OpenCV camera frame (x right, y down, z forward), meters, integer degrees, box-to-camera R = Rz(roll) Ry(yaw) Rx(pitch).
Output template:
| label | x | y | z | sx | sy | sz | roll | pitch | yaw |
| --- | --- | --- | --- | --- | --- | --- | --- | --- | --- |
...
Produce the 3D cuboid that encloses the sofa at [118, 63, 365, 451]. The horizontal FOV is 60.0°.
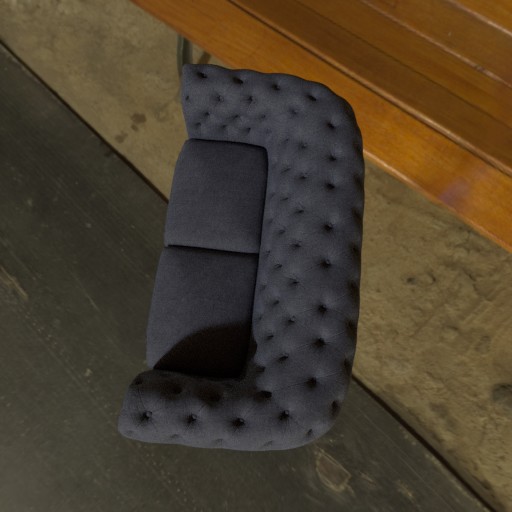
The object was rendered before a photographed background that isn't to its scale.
| label | x | y | z | sx | sy | sz | roll | pitch | yaw |
| --- | --- | --- | --- | --- | --- | --- | --- | --- | --- |
| sofa | 0.000 | 0.000 | 2.514 | 1.082 | 0.833 | 1.988 | 6 | 74 | 2 |
